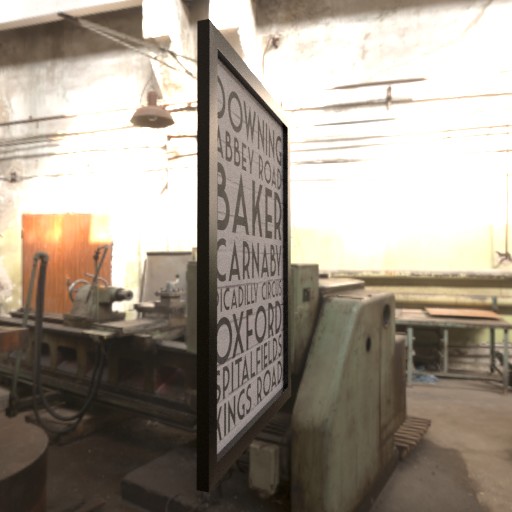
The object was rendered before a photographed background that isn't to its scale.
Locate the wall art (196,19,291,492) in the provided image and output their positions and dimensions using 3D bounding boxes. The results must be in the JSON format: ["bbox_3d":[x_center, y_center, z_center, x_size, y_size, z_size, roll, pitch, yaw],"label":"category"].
[{"bbox_3d":[0.000,0.000,0.835,0.019,0.656,0.462,0,-1,19],"label":"wall art"}]
